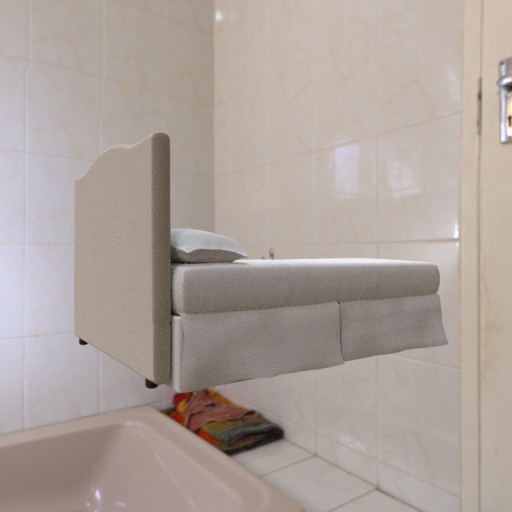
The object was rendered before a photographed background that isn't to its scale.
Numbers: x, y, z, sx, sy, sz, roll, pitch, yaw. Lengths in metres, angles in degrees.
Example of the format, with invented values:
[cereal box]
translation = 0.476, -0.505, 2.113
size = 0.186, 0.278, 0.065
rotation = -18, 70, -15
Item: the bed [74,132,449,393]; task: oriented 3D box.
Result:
[bed]
translation = 0.000, 0.000, 3.668
size = 2.477, 1.437, 1.977
rotation = 0, 0, -35
